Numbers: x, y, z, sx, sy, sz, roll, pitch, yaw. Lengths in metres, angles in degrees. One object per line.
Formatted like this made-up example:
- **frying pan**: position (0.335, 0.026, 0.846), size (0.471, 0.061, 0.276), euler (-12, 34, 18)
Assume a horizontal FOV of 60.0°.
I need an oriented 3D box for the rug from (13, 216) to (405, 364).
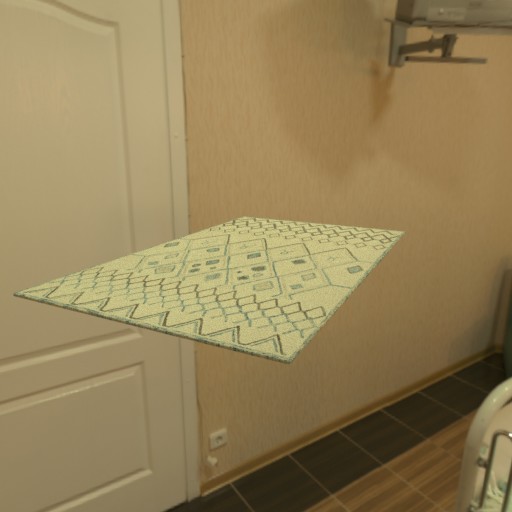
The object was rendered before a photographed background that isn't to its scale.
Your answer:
- **rug**: position (0.000, 0.000, 2.953), size (1.524, 0.015, 2.439), euler (8, 17, 26)
